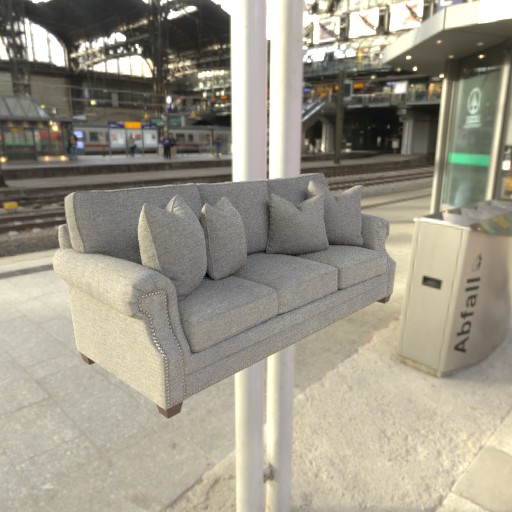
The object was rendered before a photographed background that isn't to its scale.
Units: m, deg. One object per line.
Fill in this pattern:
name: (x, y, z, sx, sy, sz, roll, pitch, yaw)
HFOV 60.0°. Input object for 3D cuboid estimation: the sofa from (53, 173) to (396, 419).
sofa: (0.000, 0.000, 2.915, 0.965, 0.975, 2.312, 13, 19, 42)
